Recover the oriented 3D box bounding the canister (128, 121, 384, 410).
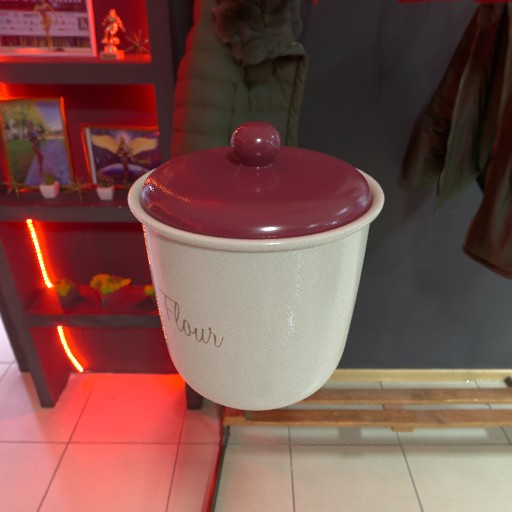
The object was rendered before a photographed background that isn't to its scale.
[{"bbox_3d":[0.000,0.000,0.352,0.182,0.208,0.182,0,29,0],"label":"canister"}]
